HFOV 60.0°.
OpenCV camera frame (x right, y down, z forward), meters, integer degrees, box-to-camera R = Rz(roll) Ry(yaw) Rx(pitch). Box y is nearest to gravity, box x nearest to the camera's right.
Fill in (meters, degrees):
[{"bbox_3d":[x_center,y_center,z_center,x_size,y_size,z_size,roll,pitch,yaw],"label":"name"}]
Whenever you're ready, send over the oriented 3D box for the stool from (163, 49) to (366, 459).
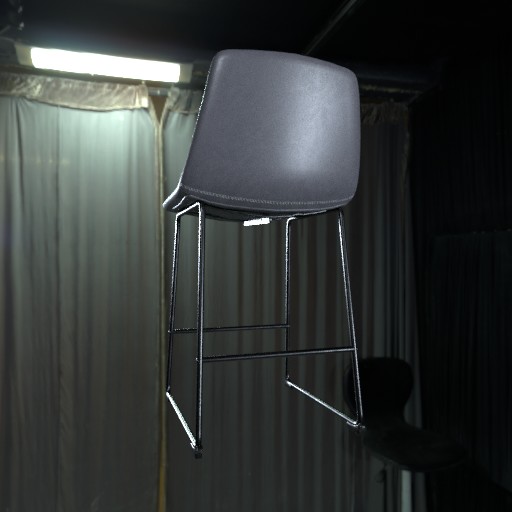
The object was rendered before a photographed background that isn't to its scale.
[{"bbox_3d":[0.000,0.000,1.206,0.470,0.876,0.546,0,-1,-19],"label":"stool"}]
